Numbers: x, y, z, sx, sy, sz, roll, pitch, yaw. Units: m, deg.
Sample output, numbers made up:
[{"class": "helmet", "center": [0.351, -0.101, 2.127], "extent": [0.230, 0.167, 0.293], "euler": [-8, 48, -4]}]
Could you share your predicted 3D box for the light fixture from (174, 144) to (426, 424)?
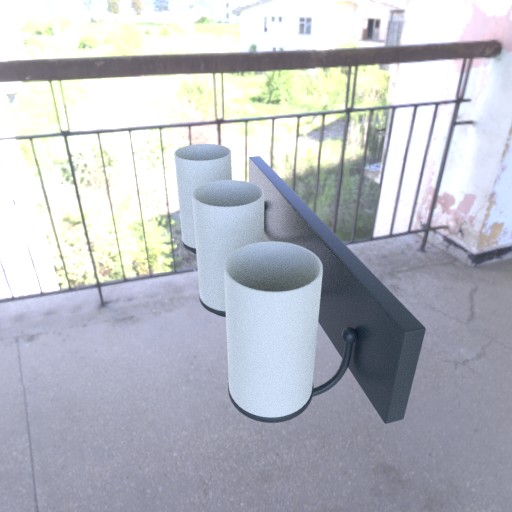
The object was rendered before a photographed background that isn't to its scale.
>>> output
[{"class": "light fixture", "center": [0.000, 0.000, 0.538], "extent": [0.145, 0.172, 0.451], "euler": [-8, 31, -14]}]
